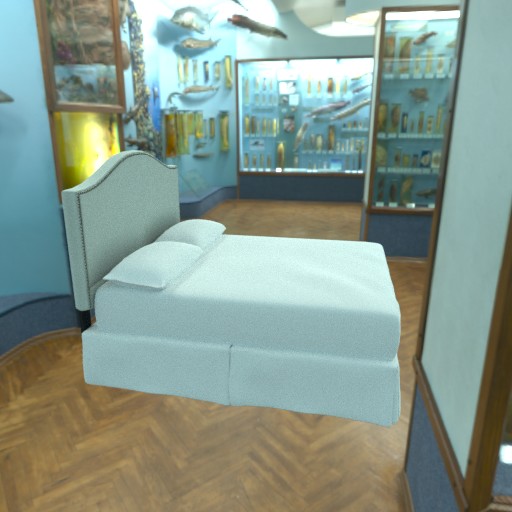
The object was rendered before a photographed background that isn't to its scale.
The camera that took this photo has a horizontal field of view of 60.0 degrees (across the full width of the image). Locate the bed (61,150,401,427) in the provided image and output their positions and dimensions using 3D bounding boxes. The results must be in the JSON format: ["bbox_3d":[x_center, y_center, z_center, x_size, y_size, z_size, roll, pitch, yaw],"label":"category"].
[{"bbox_3d":[0.000,0.000,3.528,2.180,1.607,1.813,3,17,11],"label":"bed"}]
